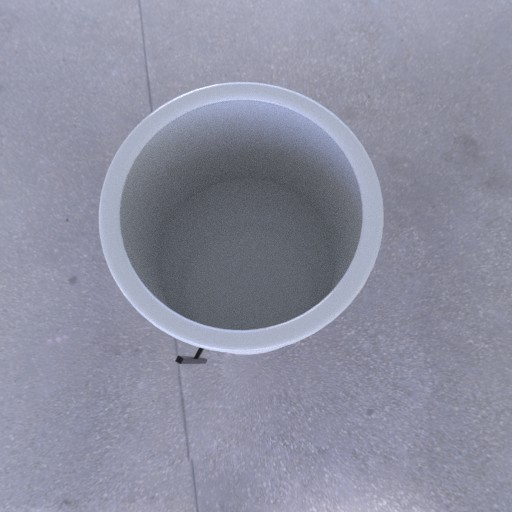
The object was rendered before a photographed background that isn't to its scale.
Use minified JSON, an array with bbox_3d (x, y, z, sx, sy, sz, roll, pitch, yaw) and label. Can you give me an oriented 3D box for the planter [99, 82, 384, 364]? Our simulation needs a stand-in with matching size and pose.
[{"bbox_3d":[0.000,0.000,0.739,0.361,0.480,0.360,3,76,1],"label":"planter"}]
